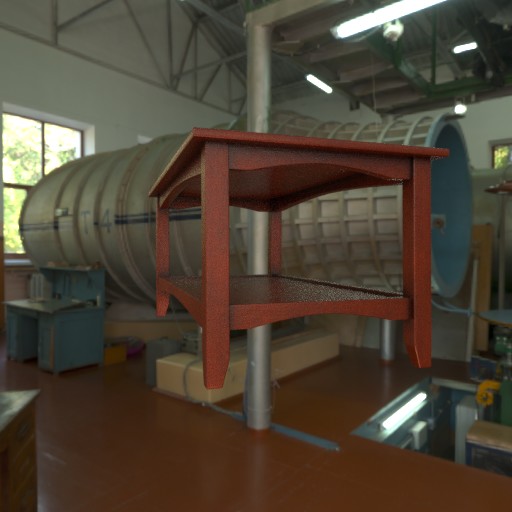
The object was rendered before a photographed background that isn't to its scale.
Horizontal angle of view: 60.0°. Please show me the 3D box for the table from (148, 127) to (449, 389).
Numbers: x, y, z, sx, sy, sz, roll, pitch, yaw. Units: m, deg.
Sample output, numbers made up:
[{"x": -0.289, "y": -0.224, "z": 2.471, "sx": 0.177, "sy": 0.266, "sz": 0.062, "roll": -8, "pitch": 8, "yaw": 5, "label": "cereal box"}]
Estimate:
[{"x": 0.000, "y": 0.000, "z": 1.283, "sx": 0.533, "sy": 0.456, "sz": 0.943, "roll": 0, "pitch": 1, "yaw": -18, "label": "table"}]
